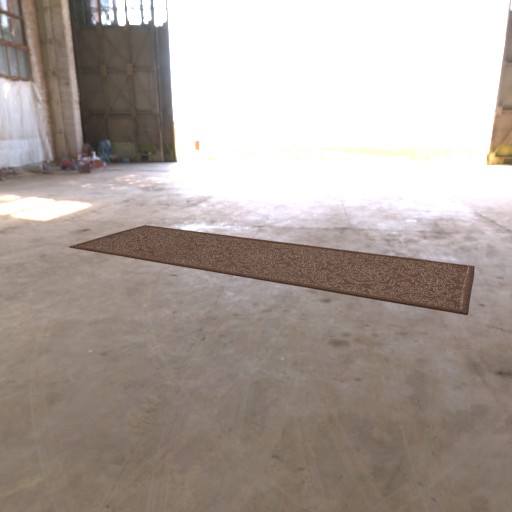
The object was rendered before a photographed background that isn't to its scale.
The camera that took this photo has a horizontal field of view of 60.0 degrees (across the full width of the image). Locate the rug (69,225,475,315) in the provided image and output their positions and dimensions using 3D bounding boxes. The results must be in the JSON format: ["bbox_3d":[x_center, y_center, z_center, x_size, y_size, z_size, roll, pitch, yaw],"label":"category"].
[{"bbox_3d":[0.000,0.000,2.767,2.448,0.012,0.769,8,18,26],"label":"rug"}]
